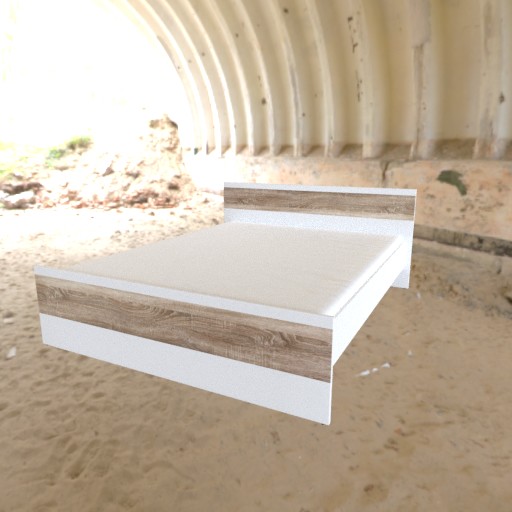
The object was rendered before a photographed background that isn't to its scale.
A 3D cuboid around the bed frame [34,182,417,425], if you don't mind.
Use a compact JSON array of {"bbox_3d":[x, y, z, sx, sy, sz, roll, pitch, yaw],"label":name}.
[{"bbox_3d":[0.000,0.000,2.986,1.720,0.800,2.060,7,15,26],"label":"bed frame"}]
